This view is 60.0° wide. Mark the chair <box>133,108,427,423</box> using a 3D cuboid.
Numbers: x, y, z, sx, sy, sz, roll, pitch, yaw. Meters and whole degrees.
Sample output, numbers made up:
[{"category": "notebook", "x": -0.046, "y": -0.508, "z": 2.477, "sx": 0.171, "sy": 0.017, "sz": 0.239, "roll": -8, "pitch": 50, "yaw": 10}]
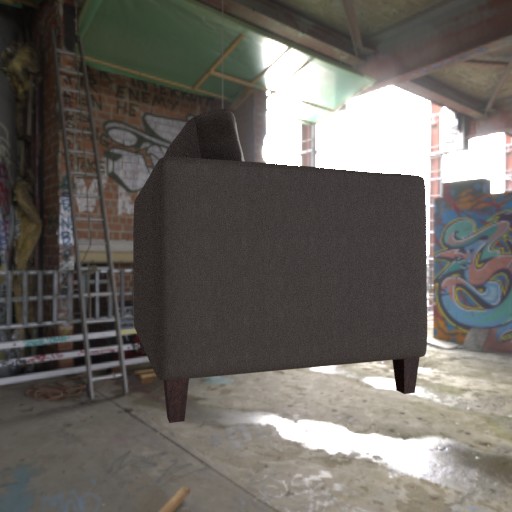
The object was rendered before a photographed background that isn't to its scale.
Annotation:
[{"category": "chair", "x": 0.000, "y": 0.000, "z": 1.889, "sx": 0.959, "sy": 0.963, "sz": 1.107, "roll": 0, "pitch": 0, "yaw": -19}]
